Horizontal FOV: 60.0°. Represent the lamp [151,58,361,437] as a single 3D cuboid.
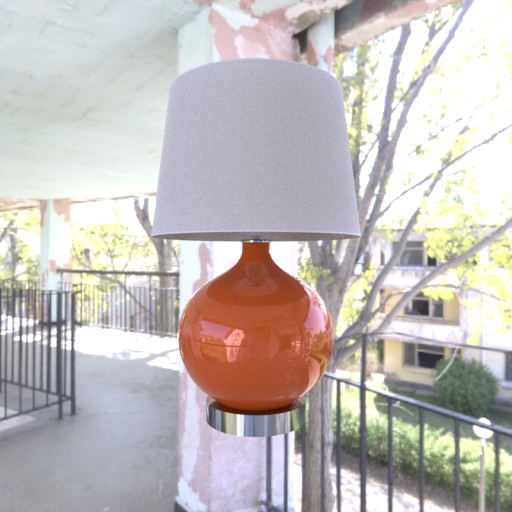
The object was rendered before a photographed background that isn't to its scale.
[{"bbox_3d":[0.000,0.000,0.534,0.247,0.387,0.247,0,0,0],"label":"lamp"}]
